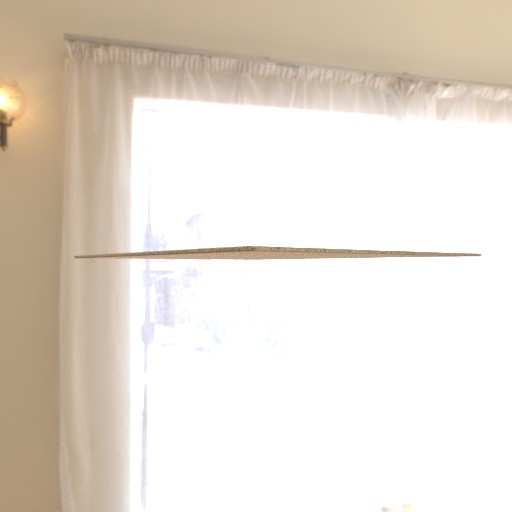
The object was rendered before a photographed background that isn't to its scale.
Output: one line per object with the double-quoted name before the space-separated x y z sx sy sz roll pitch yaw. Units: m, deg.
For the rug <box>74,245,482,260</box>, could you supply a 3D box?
"rug" 0.000 0.000 4.147 2.438 0.029 3.047 1 -1 -38
